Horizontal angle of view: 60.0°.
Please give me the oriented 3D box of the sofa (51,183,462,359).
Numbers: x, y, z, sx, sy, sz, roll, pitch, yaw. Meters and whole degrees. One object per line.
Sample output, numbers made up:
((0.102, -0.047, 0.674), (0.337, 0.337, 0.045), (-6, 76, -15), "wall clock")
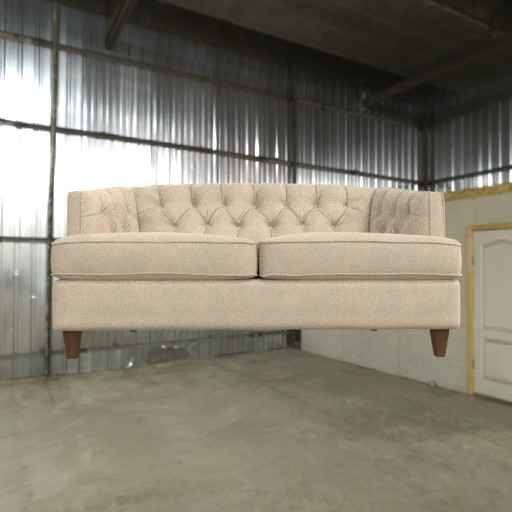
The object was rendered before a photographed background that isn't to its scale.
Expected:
((0.000, 0.000, 2.267), (1.731, 0.878, 0.940), (0, 0, -1), "sofa")
